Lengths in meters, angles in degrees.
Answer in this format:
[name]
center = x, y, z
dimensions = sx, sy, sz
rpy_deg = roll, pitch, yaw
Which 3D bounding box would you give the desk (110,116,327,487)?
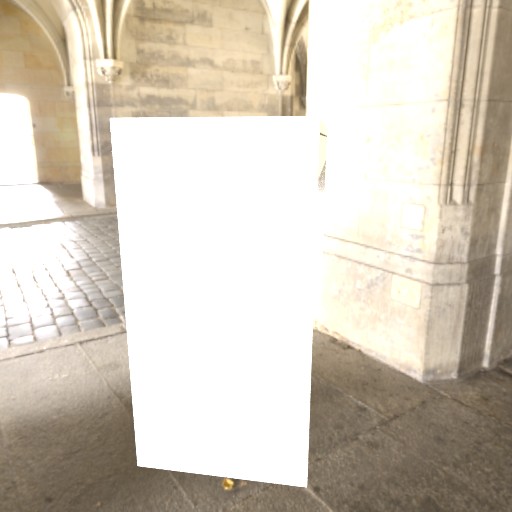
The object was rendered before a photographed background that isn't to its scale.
[desk]
center = 0.000, 0.000, 1.398
dimensions = 0.400, 0.790, 1.000
rpy_deg = 2, 15, 9
